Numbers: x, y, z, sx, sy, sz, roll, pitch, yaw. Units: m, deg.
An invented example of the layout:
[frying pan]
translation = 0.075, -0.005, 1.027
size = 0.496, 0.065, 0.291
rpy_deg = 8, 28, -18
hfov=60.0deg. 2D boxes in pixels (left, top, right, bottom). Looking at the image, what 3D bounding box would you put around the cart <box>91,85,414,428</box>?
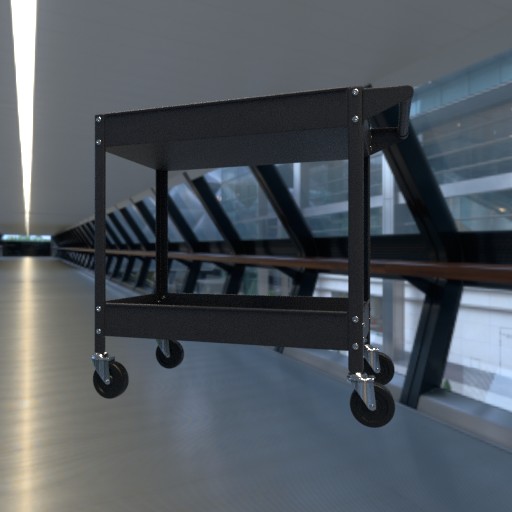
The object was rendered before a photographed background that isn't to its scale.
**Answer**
[cart]
translation = 0.000, 0.000, 1.181
size = 0.779, 0.719, 0.366
rpy_deg = 0, 0, 17
